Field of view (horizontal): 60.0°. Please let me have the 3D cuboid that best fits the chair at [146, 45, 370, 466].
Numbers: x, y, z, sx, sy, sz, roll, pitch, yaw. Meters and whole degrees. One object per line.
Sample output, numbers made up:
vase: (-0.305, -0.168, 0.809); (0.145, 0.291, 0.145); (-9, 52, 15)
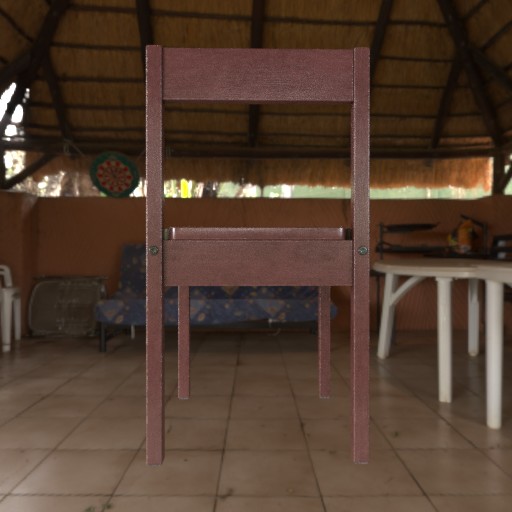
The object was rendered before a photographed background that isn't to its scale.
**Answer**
chair: (0.000, 0.000, 0.882); (0.367, 0.668, 0.361); (0, 0, -1)
